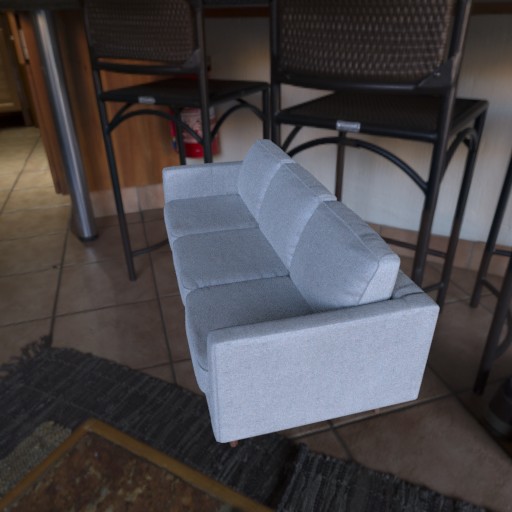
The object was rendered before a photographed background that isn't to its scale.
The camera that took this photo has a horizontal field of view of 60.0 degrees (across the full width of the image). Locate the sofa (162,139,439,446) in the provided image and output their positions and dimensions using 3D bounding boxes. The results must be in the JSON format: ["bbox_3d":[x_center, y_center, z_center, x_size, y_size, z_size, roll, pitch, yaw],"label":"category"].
[{"bbox_3d":[0.000,0.000,2.556,0.944,0.918,1.983,-8,30,-13],"label":"sofa"}]
